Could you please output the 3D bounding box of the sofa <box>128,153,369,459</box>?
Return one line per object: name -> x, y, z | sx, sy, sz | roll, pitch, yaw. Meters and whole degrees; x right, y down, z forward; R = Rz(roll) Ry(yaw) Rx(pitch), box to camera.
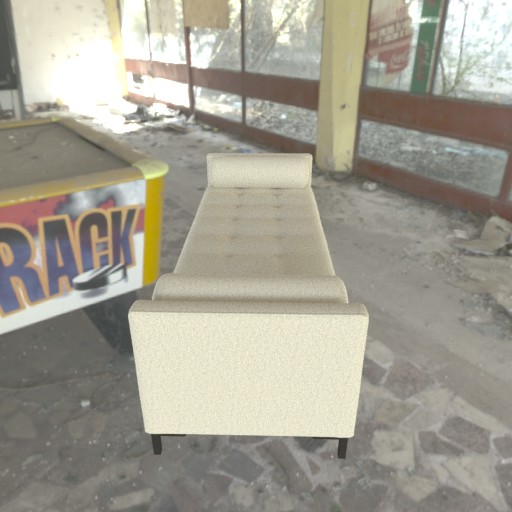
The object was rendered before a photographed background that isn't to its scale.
sofa -> 0.000, 0.000, 2.320 | 0.746, 0.641, 1.985 | 1, 27, 1
